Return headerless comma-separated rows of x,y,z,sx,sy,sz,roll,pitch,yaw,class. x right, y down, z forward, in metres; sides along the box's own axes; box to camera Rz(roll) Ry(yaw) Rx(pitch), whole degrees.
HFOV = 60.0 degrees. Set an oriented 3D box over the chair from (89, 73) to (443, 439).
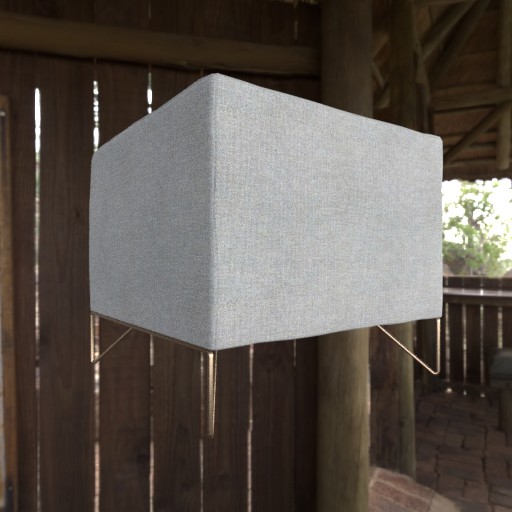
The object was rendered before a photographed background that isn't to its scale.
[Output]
0.000,0.000,1.565,0.920,0.799,0.912,0,0,-37,chair
